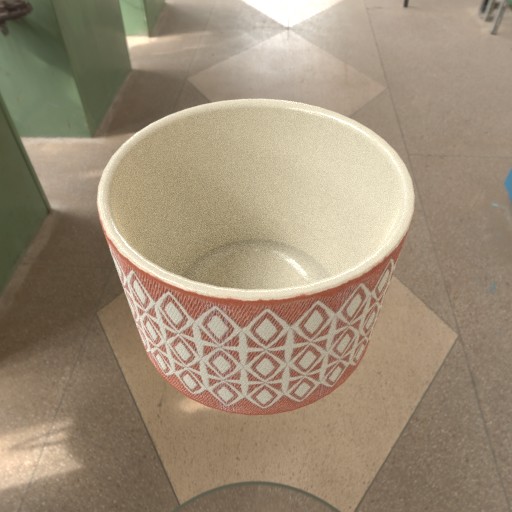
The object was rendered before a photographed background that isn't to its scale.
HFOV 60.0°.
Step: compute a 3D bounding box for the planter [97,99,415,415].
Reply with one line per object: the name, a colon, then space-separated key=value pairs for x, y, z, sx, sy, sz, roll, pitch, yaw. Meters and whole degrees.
planter: x=0.000 y=0.000 z=0.328 sx=0.192 sy=0.148 sz=0.192 roll=0 pitch=47 yaw=0
